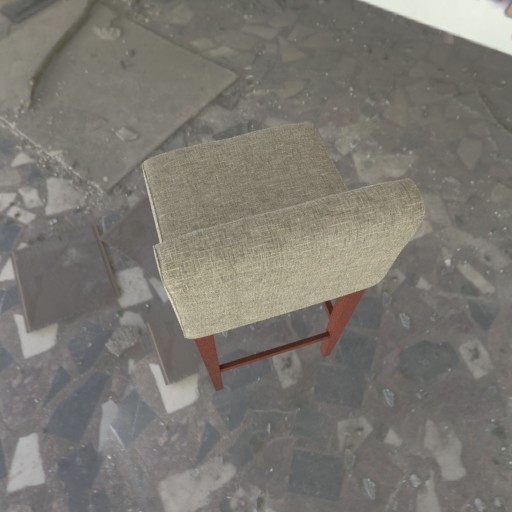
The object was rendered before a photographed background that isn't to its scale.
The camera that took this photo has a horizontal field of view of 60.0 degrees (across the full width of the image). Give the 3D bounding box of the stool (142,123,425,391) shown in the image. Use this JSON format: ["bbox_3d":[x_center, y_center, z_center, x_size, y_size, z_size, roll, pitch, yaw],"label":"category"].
[{"bbox_3d":[0.000,0.000,1.096,0.417,0.835,0.459,-15,61,-9],"label":"stool"}]
